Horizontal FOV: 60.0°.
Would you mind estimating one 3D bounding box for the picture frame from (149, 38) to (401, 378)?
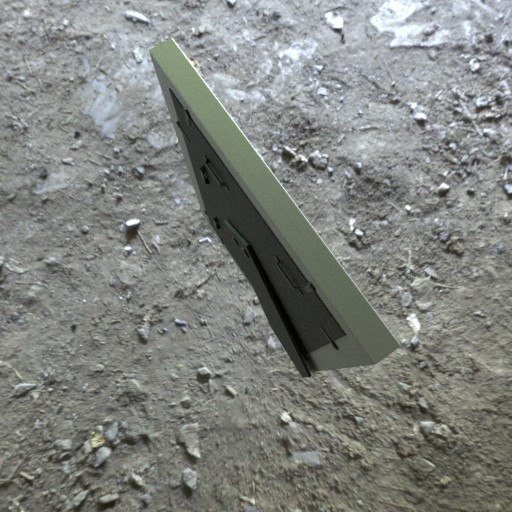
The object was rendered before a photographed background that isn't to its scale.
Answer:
[{"bbox_3d":[0.000,0.000,0.522,0.036,0.386,0.307,-33,77,-9],"label":"picture frame"}]
